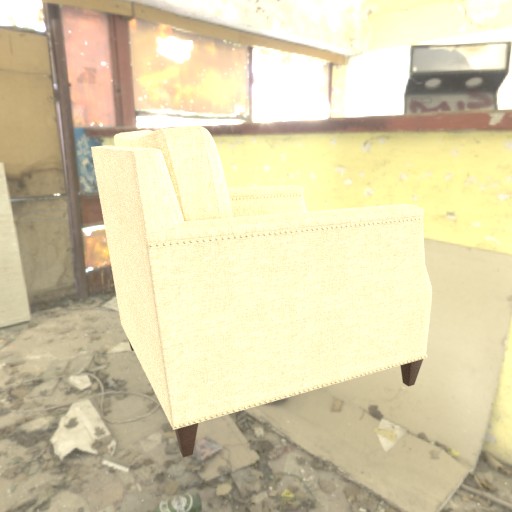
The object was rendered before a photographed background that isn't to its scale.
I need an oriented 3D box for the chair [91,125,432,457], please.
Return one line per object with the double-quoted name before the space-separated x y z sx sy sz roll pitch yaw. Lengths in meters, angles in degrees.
"chair" 0.000 0.000 1.704 1.041 0.940 0.838 -7 16 -25
